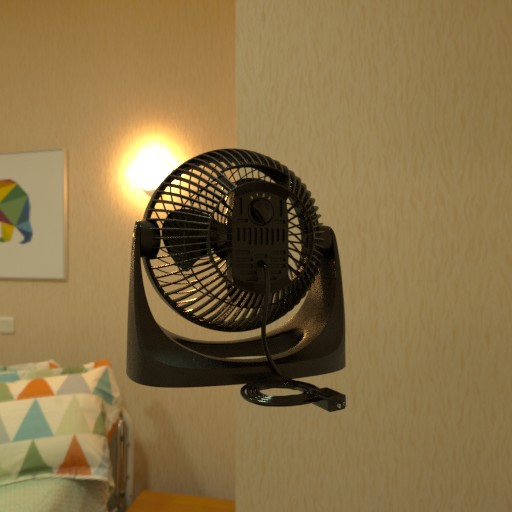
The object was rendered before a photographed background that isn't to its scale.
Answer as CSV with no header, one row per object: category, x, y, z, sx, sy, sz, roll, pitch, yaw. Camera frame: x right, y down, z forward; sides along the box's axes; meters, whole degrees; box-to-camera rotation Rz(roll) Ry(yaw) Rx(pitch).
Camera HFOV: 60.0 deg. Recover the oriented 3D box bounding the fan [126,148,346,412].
fan,0.000,0.000,0.497,0.273,0.277,0.256,0,0,-19
